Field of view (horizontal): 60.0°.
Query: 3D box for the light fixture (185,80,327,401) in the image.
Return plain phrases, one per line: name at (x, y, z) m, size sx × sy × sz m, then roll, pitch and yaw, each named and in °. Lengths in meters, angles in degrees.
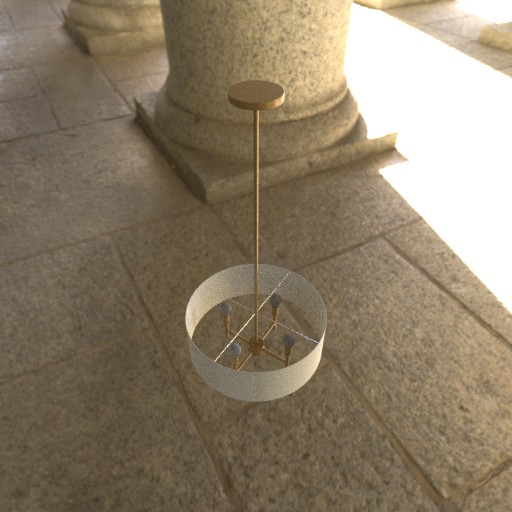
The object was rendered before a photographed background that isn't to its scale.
light fixture at (0.000, 0.000, 1.417) m, size 0.508 × 1.067 × 0.508 m, roll 0°, pitch 42°, yaw 0°
